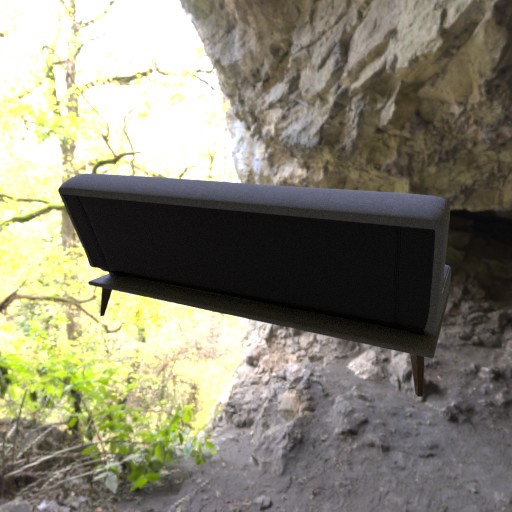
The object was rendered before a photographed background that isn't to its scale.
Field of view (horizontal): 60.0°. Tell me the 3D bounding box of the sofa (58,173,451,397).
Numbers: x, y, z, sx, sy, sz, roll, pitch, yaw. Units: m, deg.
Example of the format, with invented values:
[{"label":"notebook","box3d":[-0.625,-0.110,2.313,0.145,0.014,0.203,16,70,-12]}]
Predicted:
[{"label":"sofa","box3d":[0.000,0.000,2.252,1.800,0.810,0.860,8,18,26]}]
